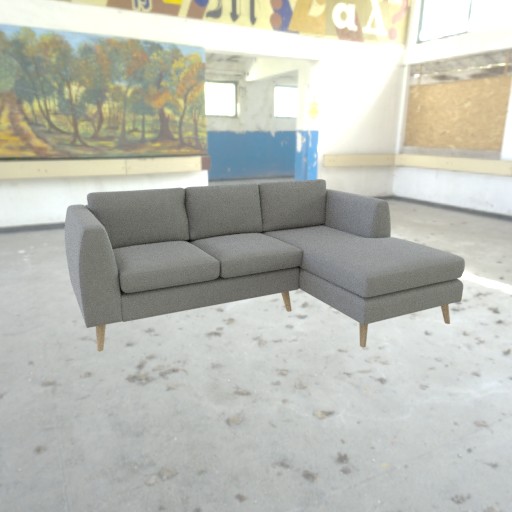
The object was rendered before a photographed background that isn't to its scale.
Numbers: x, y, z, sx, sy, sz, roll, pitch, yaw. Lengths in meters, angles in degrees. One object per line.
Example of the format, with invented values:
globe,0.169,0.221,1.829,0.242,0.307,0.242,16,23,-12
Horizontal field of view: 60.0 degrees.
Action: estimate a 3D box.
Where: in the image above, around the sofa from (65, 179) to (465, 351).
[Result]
sofa,0.000,0.000,3.050,2.300,0.860,1.580,-8,18,-26
